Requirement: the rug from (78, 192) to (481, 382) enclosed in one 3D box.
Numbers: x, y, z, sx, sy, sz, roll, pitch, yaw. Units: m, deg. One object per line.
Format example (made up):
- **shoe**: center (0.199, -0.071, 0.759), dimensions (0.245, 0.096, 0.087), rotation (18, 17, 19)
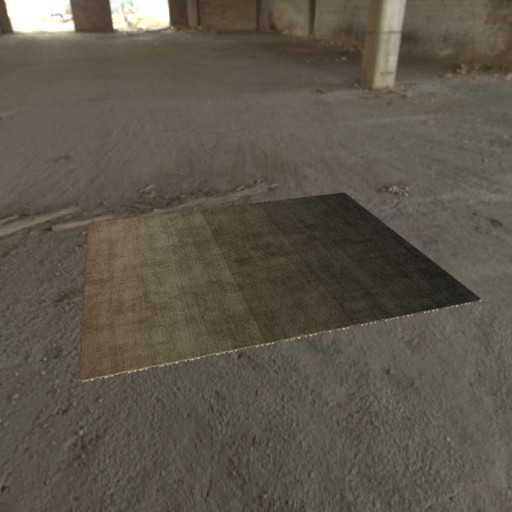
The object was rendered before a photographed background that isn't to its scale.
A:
- **rug**: center (0.000, 0.000, 3.948), dimensions (2.902, 0.017, 2.306), rotation (-9, 31, -15)
